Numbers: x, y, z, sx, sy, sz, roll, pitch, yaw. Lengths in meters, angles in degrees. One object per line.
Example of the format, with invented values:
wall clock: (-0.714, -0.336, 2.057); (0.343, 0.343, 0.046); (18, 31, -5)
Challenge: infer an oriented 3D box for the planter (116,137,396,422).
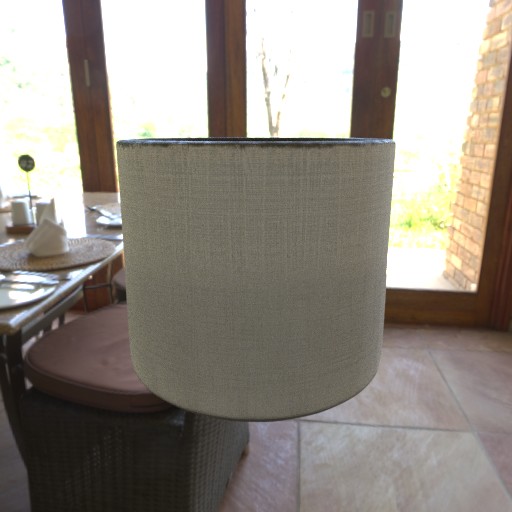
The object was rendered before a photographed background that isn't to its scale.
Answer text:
planter: (0.000, 0.000, 0.392); (0.226, 0.201, 0.226); (0, 16, 0)
